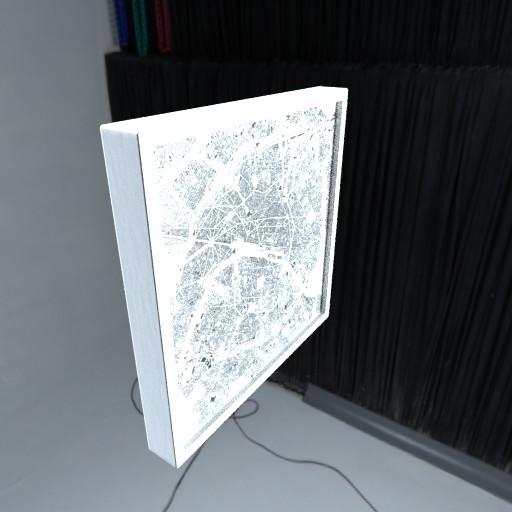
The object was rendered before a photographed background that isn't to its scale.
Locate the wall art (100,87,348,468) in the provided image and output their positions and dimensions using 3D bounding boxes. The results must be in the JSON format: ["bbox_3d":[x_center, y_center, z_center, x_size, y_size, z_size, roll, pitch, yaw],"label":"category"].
[{"bbox_3d":[0.000,0.000,0.461,0.038,0.305,0.305,17,31,31],"label":"wall art"}]
